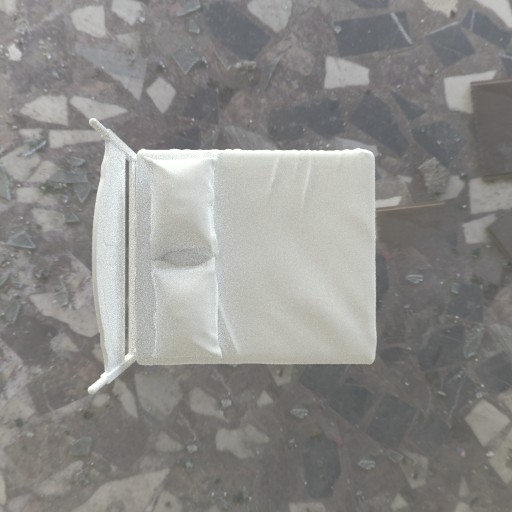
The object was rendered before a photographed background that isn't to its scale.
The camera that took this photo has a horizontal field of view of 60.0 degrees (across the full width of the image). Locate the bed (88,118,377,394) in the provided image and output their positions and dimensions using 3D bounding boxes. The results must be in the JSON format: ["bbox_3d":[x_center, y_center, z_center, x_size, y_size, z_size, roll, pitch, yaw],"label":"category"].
[{"bbox_3d":[0.000,0.000,3.315,2.040,1.356,1.873,0,89,-1],"label":"bed"}]
